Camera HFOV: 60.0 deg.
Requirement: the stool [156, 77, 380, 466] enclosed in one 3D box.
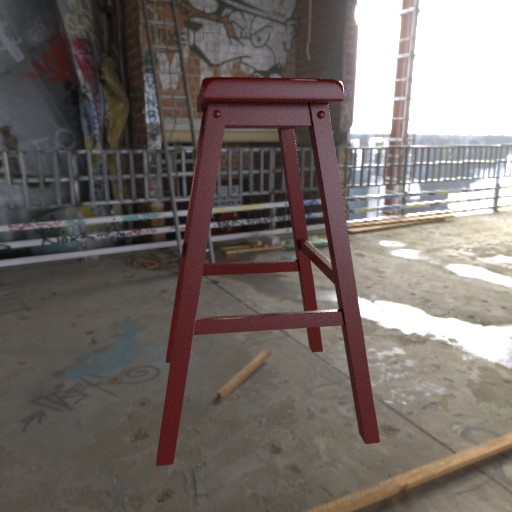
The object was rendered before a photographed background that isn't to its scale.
[{"bbox_3d":[0.000,0.000,1.048,0.476,0.737,0.457,-2,15,-8],"label":"stool"}]
